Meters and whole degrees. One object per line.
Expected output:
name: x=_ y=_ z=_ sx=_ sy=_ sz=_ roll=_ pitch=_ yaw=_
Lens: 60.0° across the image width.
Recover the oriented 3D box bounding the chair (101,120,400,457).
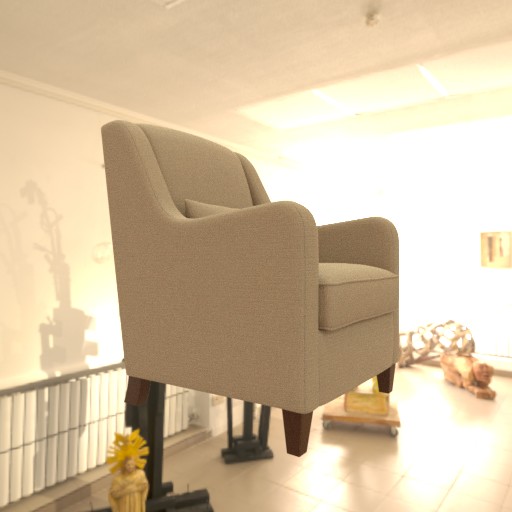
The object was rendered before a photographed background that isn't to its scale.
chair: x=0.000 y=0.000 z=1.623 sx=0.896 sy=1.017 sz=0.715 roll=0 pitch=0 yaw=37
